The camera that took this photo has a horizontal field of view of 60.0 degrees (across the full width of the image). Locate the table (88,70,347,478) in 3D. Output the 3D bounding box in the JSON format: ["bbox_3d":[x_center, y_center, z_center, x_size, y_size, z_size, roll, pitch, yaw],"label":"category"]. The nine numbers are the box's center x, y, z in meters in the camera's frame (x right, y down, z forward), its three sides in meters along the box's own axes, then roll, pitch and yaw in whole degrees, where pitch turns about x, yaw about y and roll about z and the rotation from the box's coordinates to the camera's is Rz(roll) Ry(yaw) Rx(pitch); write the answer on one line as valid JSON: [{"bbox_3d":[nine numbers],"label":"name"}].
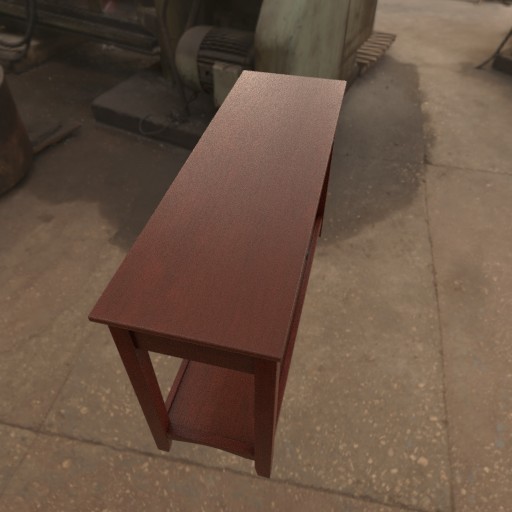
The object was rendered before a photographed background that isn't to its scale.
[{"bbox_3d":[0.000,0.000,1.506,0.392,0.739,1.188,10,46,10],"label":"table"}]
